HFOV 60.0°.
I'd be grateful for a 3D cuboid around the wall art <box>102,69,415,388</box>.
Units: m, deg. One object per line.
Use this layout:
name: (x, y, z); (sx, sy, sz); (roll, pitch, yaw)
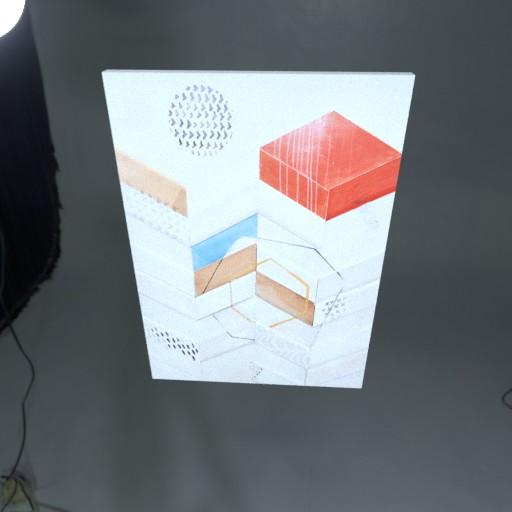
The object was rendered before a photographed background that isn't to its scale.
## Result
wall art: (0.000, 0.000, 1.094); (0.613, 0.848, 0.036); (2, 31, 3)
